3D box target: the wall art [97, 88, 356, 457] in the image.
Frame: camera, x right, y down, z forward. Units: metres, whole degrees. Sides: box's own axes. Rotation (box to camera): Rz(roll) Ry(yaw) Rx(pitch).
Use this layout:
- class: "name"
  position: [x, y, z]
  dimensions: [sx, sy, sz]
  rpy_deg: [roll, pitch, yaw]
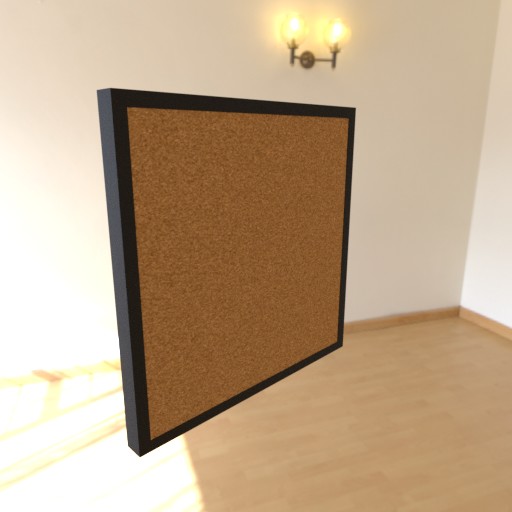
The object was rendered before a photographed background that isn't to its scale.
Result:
- class: "wall art"
  position: [0.000, 0.000, 0.760]
  dimensions: [0.506, 0.503, 0.036]
  rpy_deg: [-14, 21, -43]
